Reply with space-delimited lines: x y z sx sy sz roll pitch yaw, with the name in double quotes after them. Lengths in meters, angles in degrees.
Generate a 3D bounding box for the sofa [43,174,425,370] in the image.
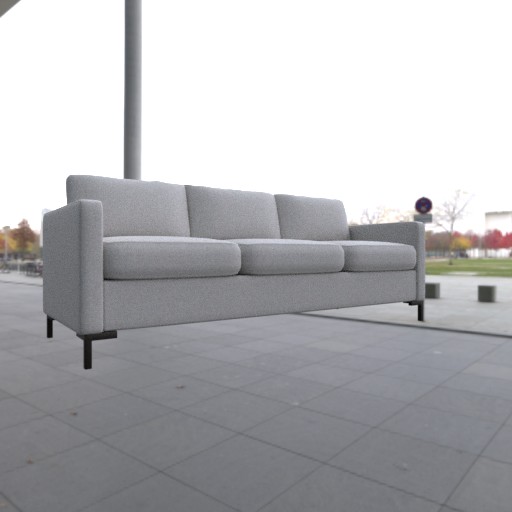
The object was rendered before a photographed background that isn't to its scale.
0.000 0.000 2.669 2.218 0.874 0.859 0 0 -35 "sofa"
